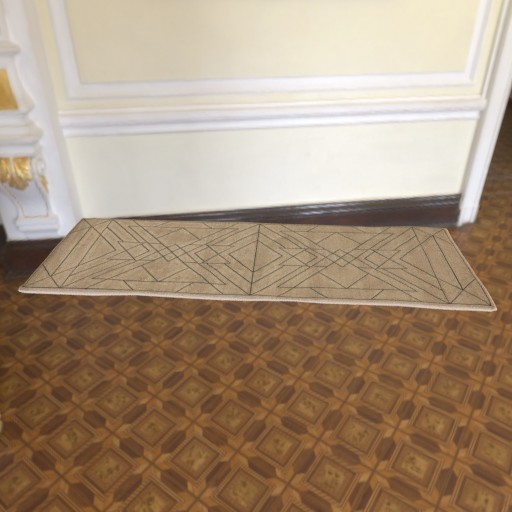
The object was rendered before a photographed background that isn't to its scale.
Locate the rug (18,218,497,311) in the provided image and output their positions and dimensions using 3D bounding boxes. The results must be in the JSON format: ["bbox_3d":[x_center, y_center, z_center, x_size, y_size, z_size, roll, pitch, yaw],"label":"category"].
[{"bbox_3d":[0.000,0.000,2.538,2.381,0.036,0.831,2,31,3],"label":"rug"}]
